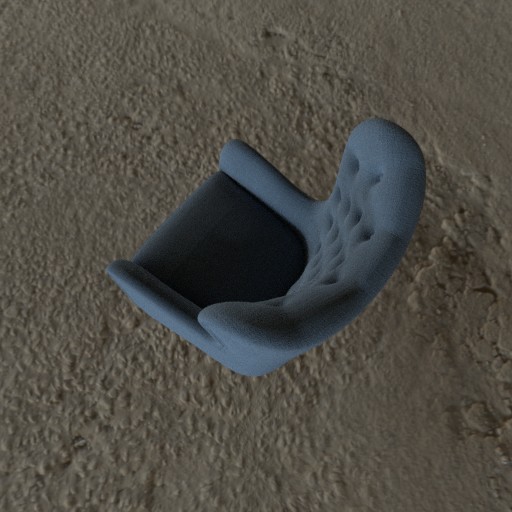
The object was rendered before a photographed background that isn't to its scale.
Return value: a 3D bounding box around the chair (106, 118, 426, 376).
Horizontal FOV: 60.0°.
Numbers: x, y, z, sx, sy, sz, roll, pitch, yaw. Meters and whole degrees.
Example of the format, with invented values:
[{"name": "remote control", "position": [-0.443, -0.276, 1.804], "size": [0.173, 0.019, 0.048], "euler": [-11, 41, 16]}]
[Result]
[{"name": "chair", "position": [0.000, 0.000, 1.740], "size": [0.930, 1.079, 0.831], "euler": [34, 69, 15]}]
